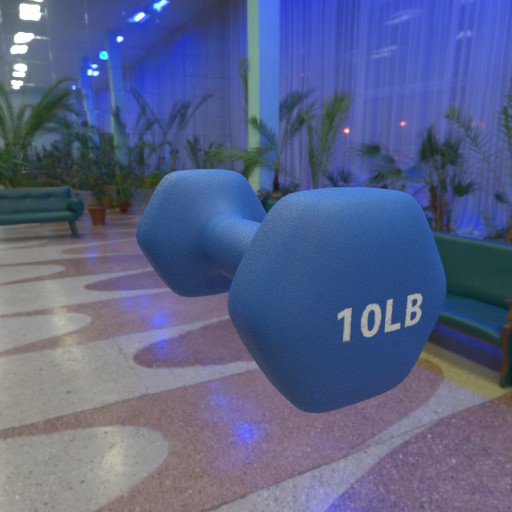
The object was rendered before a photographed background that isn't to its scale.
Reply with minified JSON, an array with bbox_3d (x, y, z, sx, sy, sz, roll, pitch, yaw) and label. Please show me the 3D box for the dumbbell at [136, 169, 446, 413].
[{"bbox_3d":[0.000,0.000,0.262,0.103,0.093,0.212,-7,16,-26],"label":"dumbbell"}]
